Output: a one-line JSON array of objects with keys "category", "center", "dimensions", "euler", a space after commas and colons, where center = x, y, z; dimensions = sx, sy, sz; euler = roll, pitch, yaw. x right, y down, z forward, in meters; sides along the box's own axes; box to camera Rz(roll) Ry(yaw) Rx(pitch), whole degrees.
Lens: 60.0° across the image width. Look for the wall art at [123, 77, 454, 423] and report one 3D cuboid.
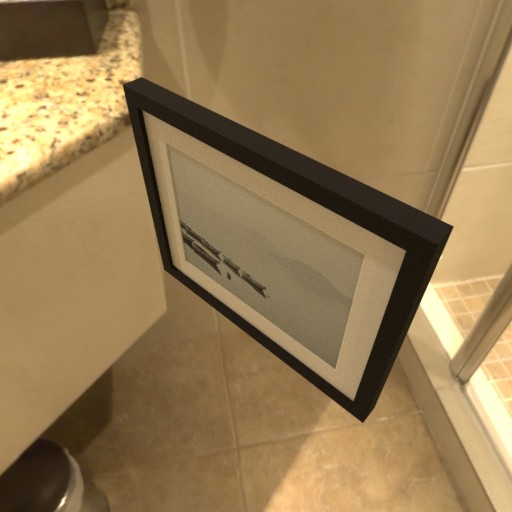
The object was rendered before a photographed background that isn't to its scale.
[{"category": "wall art", "center": [0.000, 0.000, 0.553], "dimensions": [0.397, 0.325, 0.028], "euler": [33, 55, 28]}]
